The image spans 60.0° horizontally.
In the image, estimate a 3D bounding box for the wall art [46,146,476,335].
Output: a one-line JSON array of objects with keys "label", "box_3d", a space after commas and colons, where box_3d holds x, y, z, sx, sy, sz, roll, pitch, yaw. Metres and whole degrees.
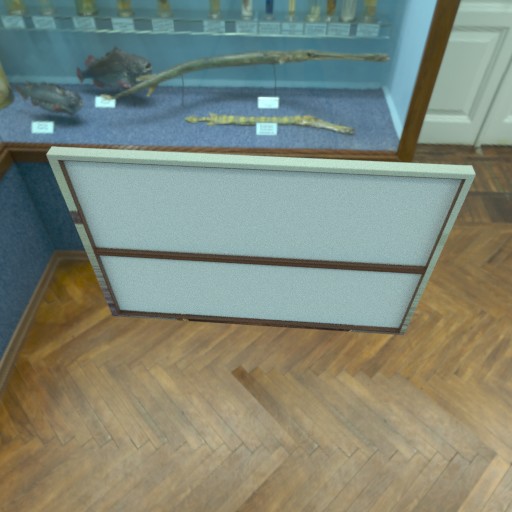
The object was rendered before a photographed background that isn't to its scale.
[{"label": "wall art", "box_3d": [0.000, 0.000, 1.474, 1.149, 0.765, 0.040, 3, 47, 3]}]
